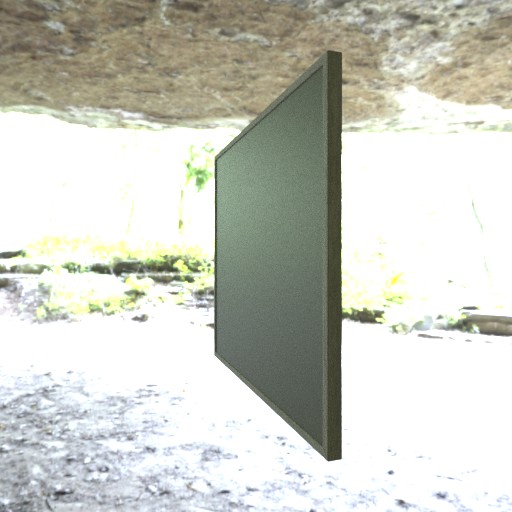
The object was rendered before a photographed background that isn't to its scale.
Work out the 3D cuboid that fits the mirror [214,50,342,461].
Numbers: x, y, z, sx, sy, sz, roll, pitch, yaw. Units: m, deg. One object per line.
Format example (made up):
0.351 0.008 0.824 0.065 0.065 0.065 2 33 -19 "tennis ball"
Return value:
0.000 0.000 1.140 0.028 0.689 0.839 0 0 -18 "mirror"
